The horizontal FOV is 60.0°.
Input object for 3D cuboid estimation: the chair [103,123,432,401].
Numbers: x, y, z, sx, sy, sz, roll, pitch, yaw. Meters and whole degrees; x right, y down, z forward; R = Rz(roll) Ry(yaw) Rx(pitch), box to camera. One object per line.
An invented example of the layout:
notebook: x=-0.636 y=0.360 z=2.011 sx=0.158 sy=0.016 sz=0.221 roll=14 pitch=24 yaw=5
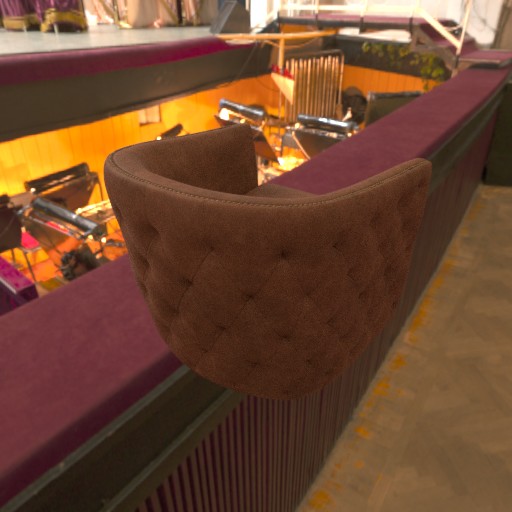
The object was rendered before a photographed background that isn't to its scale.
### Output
chair: x=0.000 y=0.000 z=1.551 sx=0.850 sy=0.790 sz=0.870 roll=22 pitch=37 yaw=32
